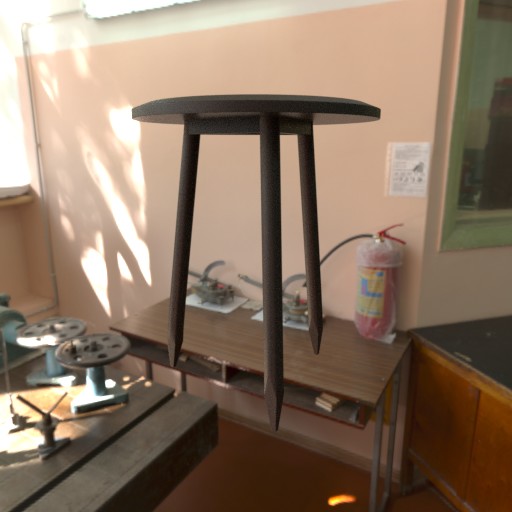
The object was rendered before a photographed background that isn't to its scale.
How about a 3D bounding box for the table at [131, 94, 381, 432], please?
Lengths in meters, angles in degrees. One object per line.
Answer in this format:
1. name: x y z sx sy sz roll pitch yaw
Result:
1. table: 0.000 0.000 0.910 0.457 0.585 0.457 0 14 0
